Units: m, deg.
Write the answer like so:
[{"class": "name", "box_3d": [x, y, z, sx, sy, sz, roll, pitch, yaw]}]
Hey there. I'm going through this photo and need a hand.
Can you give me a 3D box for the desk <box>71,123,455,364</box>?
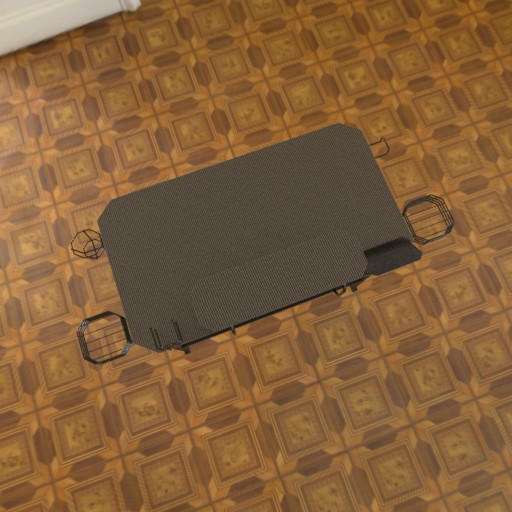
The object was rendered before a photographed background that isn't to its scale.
[{"class": "desk", "box_3d": [0.000, 0.000, 1.753, 1.290, 0.880, 0.580, -20, 77, -5]}]
